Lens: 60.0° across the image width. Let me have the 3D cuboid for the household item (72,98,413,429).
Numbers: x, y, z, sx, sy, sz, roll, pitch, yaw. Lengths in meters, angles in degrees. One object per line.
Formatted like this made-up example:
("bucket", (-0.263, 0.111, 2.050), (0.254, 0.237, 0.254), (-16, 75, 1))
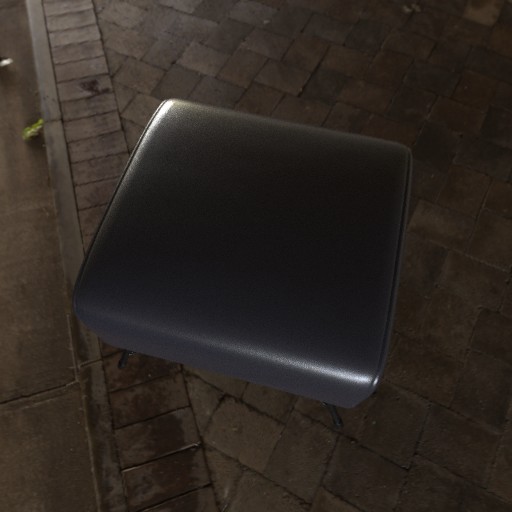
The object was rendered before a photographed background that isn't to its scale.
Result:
("household item", (0.000, 0.000, 0.924), (0.530, 0.410, 0.530), (13, 65, 6))
